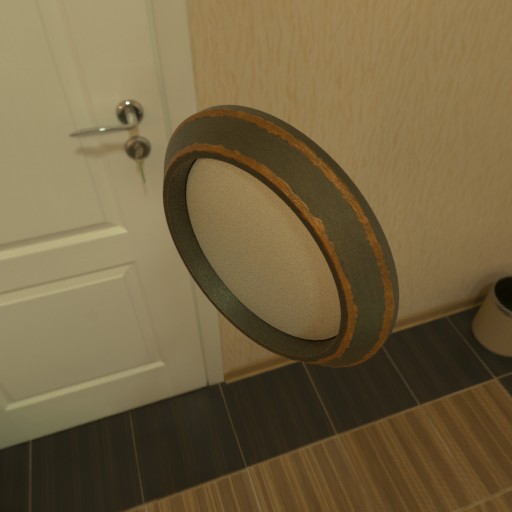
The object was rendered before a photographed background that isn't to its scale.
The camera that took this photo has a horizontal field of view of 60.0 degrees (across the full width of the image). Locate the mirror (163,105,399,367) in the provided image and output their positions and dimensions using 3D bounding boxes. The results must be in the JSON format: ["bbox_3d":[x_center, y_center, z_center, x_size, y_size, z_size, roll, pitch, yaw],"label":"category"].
[{"bbox_3d":[0.000,0.000,1.377,0.907,0.907,0.111,33,54,28],"label":"mirror"}]
